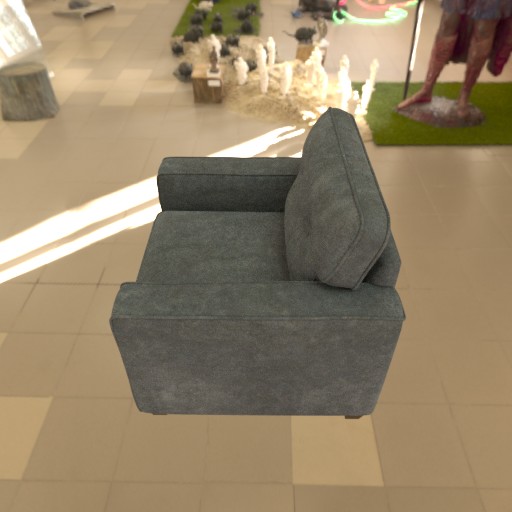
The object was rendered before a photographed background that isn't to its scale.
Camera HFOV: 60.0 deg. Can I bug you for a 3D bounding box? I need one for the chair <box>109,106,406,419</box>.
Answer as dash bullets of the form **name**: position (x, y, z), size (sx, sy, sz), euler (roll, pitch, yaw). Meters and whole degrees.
- **chair**: position (0.000, 0.000, 1.829), size (0.939, 0.965, 1.015), euler (0, 42, 0)
